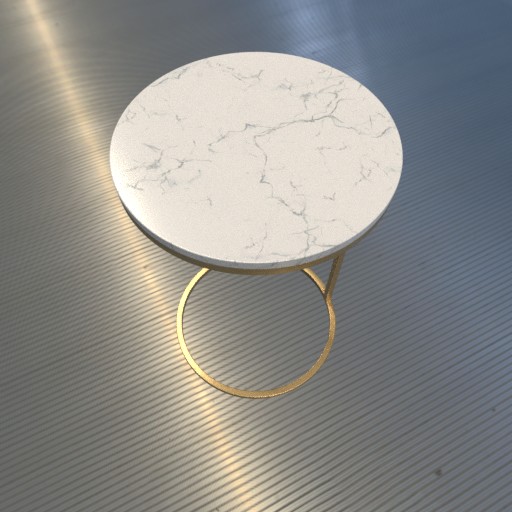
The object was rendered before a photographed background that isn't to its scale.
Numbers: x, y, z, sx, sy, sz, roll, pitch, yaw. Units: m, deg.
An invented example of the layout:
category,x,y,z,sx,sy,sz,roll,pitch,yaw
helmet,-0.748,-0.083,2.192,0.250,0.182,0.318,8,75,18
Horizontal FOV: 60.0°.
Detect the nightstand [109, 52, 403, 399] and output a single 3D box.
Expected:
category,x,y,z,sx,sy,sz,roll,pitch,yaw
nightstand,0.000,0.000,0.871,0.400,0.610,0.400,15,59,9
